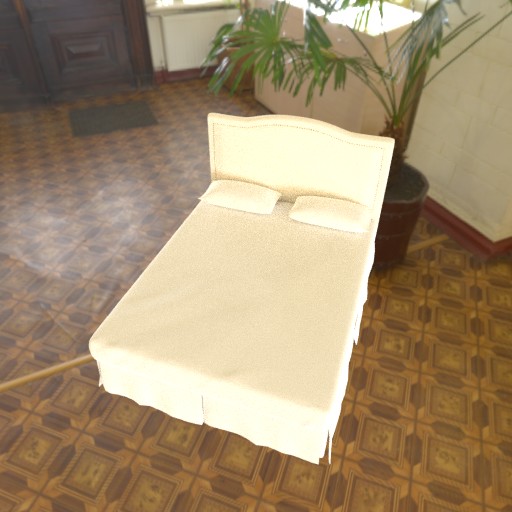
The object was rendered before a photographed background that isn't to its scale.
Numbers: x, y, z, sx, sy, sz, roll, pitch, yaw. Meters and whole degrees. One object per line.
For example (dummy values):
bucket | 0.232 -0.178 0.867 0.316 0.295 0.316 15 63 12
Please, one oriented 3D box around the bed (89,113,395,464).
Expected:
bed | 0.000 0.000 3.541 1.821 1.436 2.282 13 42 15
